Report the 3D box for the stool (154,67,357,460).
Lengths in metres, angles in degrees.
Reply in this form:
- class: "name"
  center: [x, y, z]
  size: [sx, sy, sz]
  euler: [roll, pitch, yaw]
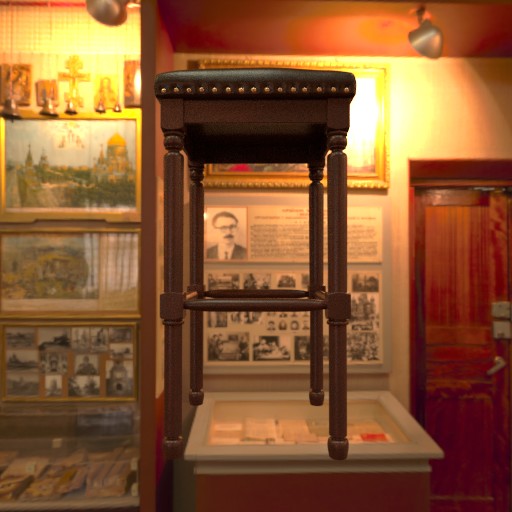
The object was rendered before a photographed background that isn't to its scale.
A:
- class: "stool"
  center: [0.000, 0.000, 1.007]
  size: [0.382, 0.768, 0.383]
  euler: [0, -1, 1]
